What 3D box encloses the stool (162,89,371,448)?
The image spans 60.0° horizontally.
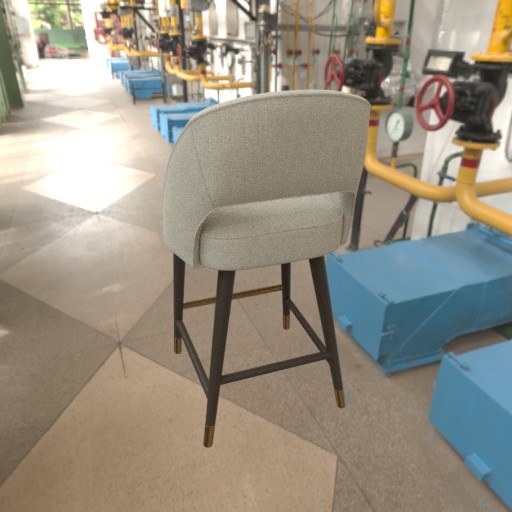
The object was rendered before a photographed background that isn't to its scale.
[{"bbox_3d":[0.000,0.000,1.261,0.494,0.940,0.509,-9,28,-18],"label":"stool"}]
